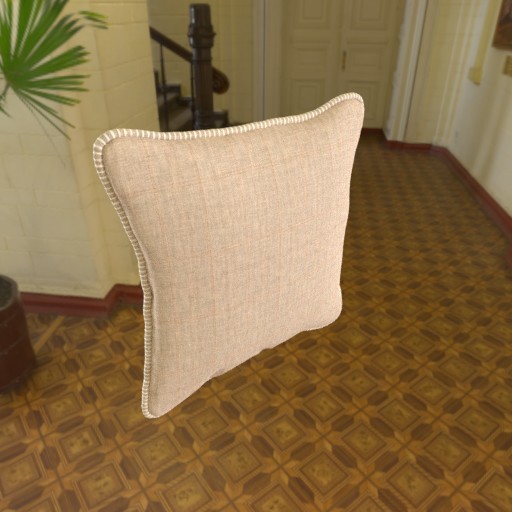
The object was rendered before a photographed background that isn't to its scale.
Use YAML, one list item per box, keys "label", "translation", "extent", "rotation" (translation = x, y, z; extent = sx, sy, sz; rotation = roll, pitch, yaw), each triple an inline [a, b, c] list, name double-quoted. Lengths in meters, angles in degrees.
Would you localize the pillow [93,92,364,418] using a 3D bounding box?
- label: "pillow"
  translation: [0.000, 0.000, 0.761]
  extent: [0.485, 0.494, 0.124]
  rotation: [-21, 36, -32]
